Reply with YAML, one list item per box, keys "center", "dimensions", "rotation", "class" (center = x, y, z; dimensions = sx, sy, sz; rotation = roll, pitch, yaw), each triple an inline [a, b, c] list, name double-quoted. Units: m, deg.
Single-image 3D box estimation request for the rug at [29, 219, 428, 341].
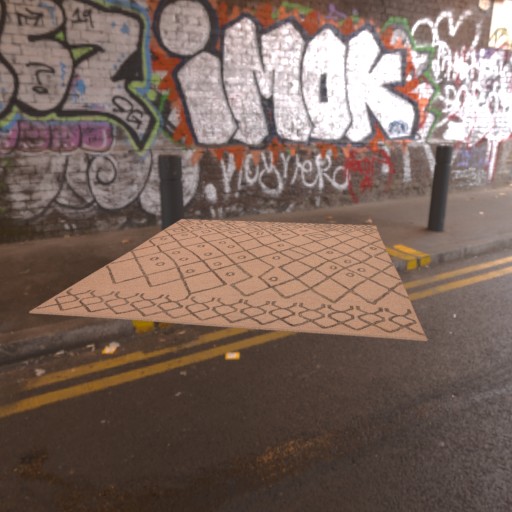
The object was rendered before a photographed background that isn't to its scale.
- center: [0.000, 0.000, 4.090]
  dimensions: [2.446, 0.015, 3.046]
  rotation: [3, 16, 9]
  class: "rug"
